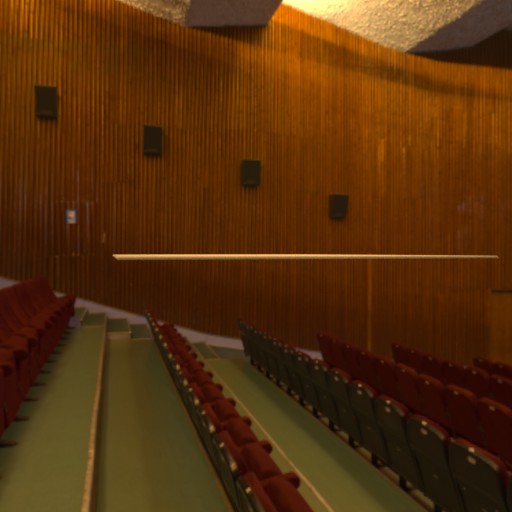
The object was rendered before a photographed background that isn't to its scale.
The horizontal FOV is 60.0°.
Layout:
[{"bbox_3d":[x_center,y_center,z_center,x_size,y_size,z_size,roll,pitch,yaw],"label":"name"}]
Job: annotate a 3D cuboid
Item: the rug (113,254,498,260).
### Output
[{"bbox_3d":[0.000,0.000,3.975,2.430,0.018,2.976,0,0,-18],"label":"rug"}]
